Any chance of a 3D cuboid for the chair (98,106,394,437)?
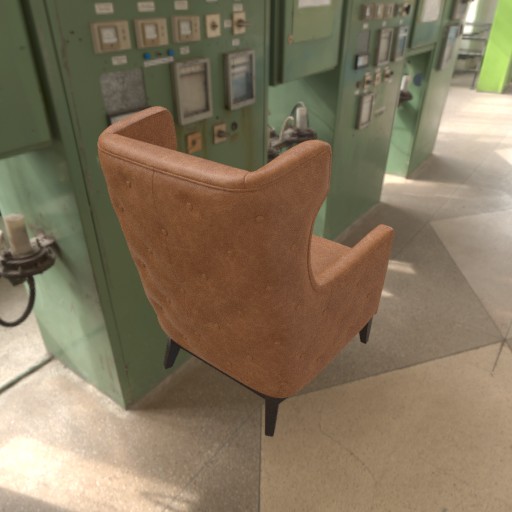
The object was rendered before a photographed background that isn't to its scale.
[{"bbox_3d":[0.000,0.000,1.706,0.766,1.079,0.899,22,38,31],"label":"chair"}]
